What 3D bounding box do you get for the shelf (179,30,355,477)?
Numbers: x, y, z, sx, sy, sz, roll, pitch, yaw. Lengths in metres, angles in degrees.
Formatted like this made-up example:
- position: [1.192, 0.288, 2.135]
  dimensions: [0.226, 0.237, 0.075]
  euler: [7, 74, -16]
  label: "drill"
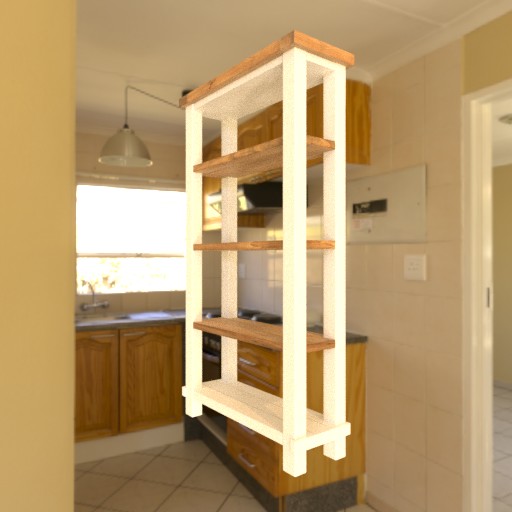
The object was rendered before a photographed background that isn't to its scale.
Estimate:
- position: [0.000, 0.000, 2.359]
  dimensions: [0.381, 1.878, 1.022]
  euler: [0, 0, -37]
  label: "shelf"
